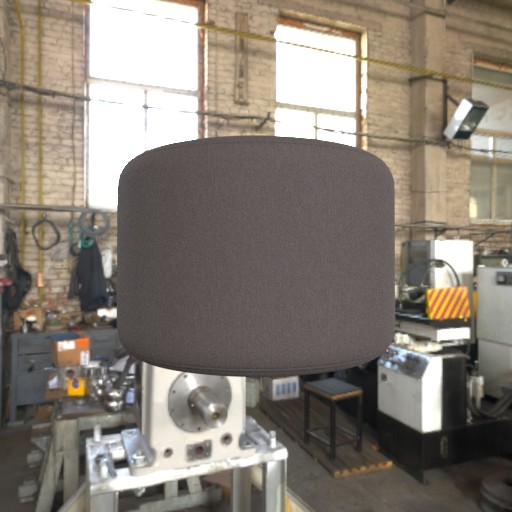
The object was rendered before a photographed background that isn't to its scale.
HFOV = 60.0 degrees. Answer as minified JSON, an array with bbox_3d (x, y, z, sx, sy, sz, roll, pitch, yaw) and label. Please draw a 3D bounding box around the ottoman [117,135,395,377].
[{"bbox_3d":[0.000,0.000,1.016,0.608,0.433,0.608,0,-1,0],"label":"ottoman"}]
